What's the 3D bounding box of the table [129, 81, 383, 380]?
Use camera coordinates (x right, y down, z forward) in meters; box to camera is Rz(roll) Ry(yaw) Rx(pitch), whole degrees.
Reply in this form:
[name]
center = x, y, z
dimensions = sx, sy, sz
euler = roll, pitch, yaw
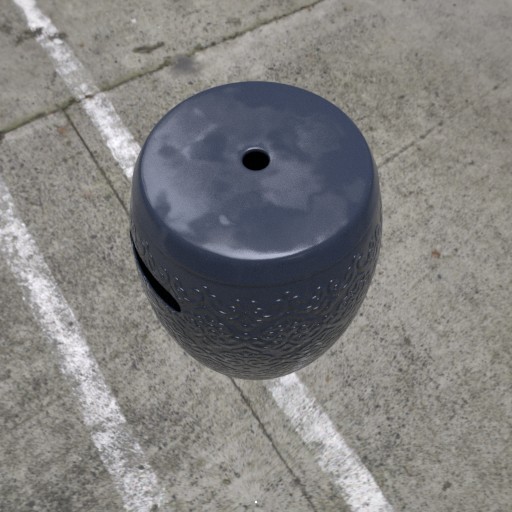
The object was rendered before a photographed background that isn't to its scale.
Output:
[table]
center = 0.000, 0.000, 0.608
dimensions = 0.309, 0.397, 0.309
euler = 0, 61, 0
